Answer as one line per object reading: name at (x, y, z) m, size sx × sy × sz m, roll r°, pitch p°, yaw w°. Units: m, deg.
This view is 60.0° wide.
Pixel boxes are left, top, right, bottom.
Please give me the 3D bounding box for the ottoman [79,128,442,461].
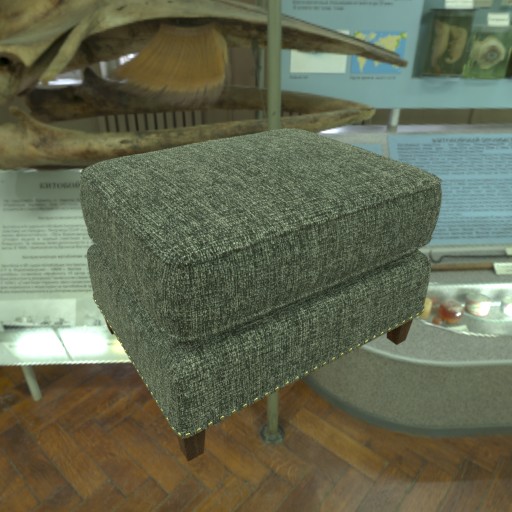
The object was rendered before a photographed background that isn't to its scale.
ottoman at (0.000, 0.000, 1.150) m, size 0.738 × 0.537 × 0.589 m, roll -19°, pitch 35°, yaw -29°
